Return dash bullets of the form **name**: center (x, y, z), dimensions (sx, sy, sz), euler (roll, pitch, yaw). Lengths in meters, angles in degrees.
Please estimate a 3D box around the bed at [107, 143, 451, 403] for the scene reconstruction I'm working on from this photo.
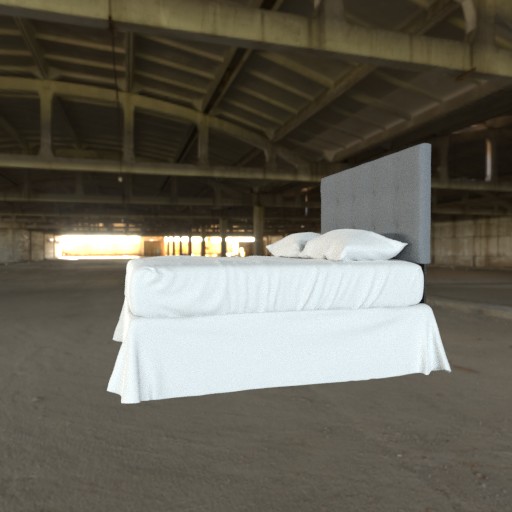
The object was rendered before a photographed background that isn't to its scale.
- **bed**: center (0.000, 0.000, 3.539), dimensions (2.222, 1.577, 1.936), euler (0, 1, -17)
